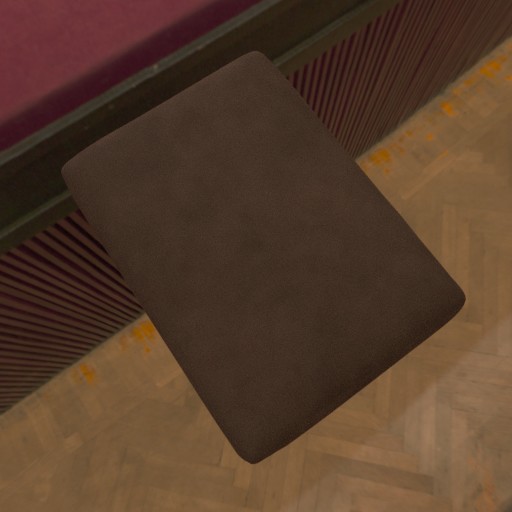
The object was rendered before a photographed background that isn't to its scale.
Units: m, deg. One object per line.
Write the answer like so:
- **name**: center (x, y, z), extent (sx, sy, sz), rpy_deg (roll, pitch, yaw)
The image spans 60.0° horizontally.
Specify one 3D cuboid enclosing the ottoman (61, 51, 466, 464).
- **ottoman**: center (0.000, 0.000, 1.131), extent (0.574, 0.497, 0.773), rpy_deg (-34, 77, -9)
